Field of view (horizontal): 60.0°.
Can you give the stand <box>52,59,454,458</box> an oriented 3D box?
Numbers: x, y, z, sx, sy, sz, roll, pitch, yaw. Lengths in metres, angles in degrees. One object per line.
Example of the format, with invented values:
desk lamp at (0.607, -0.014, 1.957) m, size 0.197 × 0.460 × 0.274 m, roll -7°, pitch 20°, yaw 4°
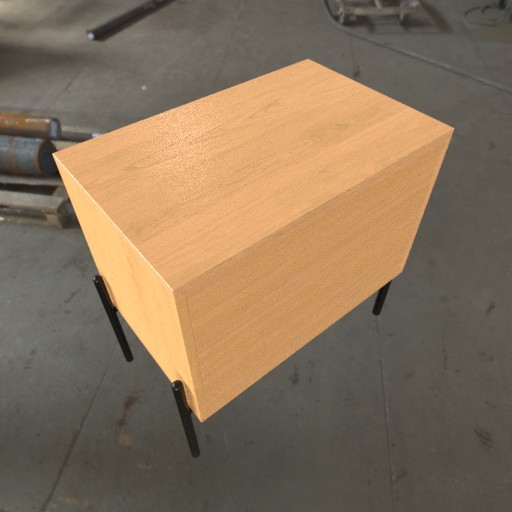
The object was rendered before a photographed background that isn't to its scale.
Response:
stand at (0.000, 0.000, 0.983) m, size 0.630 × 0.600 × 0.400 m, roll -31°, pitch 54°, yaw -26°
